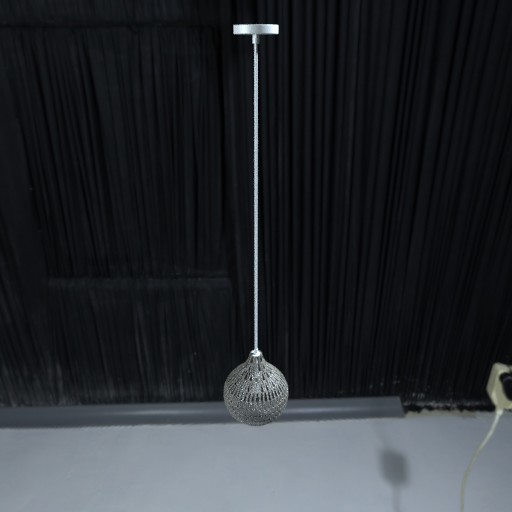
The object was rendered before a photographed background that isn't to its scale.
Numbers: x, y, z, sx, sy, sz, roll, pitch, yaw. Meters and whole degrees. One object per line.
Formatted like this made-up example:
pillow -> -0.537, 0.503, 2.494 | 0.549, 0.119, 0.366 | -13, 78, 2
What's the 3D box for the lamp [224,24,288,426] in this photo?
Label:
lamp -> 0.000, 0.000, 2.078 | 0.355, 1.919, 0.355 | -1, 26, -1
